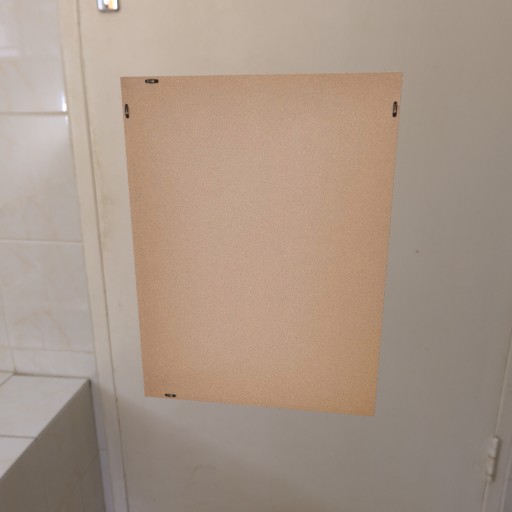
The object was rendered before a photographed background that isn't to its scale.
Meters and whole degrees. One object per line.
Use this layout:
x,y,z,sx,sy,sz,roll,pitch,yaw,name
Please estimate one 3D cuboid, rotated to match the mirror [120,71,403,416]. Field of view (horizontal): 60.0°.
0.000,0.000,1.335,0.762,1.016,0.041,2,16,8,mirror
